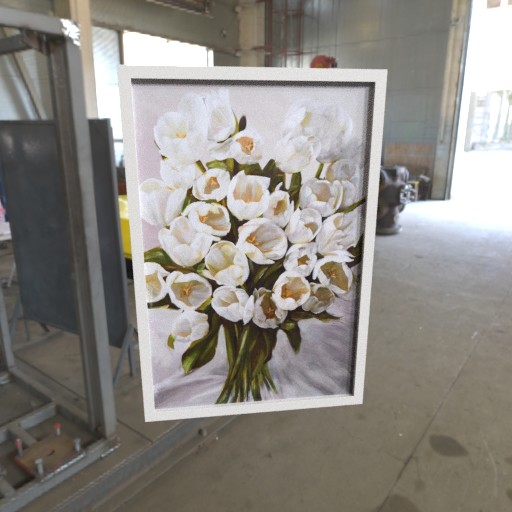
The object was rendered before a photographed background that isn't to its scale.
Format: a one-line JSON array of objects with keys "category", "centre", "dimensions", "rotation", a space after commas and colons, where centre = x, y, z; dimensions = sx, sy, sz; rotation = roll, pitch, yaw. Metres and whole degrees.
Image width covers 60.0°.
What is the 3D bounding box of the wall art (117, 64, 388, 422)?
[{"category": "wall art", "centre": [0.000, 0.000, 0.838], "dimensions": [0.450, 0.657, 0.038], "rotation": [-2, 16, -7]}]
